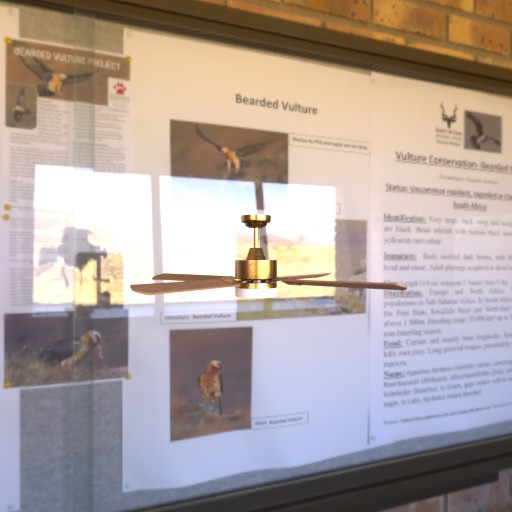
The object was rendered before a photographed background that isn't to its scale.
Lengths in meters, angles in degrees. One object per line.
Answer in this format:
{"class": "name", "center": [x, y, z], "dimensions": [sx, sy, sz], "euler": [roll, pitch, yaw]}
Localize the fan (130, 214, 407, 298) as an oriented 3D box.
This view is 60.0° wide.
{"class": "fan", "center": [0.000, 0.000, 1.952], "dimensions": [1.320, 0.355, 1.320], "euler": [0, 0, 36]}
